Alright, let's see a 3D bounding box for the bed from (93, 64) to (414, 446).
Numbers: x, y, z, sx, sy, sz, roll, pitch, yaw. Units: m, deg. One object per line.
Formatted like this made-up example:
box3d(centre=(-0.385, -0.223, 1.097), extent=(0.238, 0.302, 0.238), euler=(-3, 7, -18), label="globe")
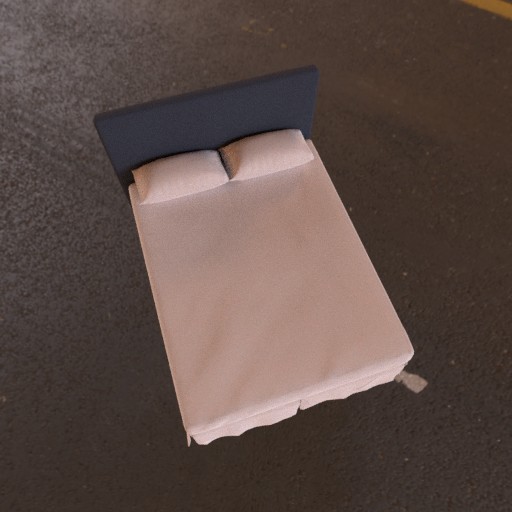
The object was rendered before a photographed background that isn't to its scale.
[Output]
box3d(centre=(0.000, 0.000, 3.258), extent=(1.713, 1.330, 2.162), euler=(-16, 64, -8), label="bed")
